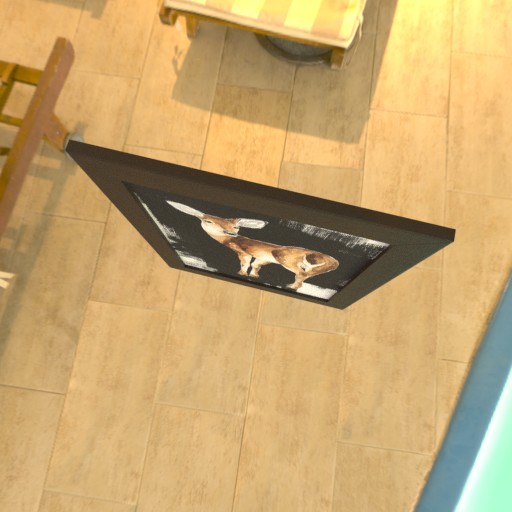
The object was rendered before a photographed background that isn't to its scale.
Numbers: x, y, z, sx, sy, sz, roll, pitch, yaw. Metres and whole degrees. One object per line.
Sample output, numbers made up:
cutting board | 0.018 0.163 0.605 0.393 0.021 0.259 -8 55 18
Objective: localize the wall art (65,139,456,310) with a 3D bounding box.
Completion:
wall art | 0.000 0.000 0.644 0.359 0.508 0.013 14 77 3
